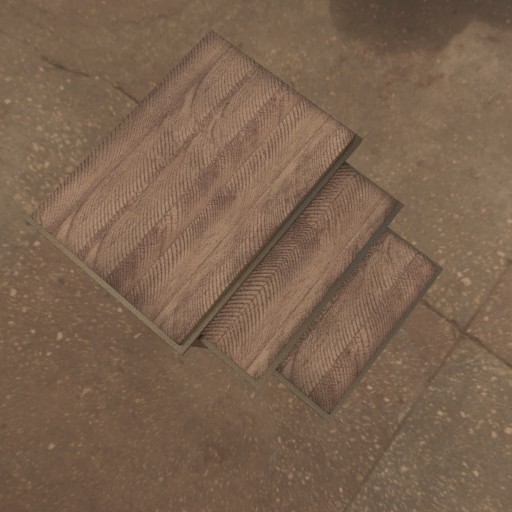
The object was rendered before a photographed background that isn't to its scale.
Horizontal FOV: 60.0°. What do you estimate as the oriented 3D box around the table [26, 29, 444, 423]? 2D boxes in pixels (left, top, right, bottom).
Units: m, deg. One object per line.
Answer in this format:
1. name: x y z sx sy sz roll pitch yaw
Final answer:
1. table: 0.000 0.000 1.139 0.706 0.610 0.559 39 80 8
